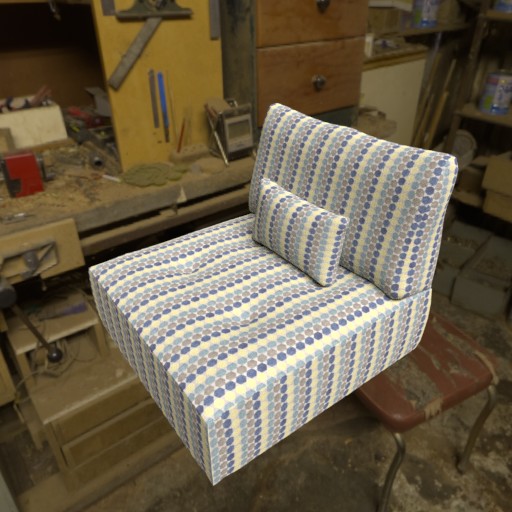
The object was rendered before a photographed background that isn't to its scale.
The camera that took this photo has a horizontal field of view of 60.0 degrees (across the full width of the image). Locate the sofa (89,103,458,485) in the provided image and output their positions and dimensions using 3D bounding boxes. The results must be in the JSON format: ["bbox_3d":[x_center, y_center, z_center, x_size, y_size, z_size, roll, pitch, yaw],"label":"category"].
[{"bbox_3d":[0.000,0.000,1.656,1.000,0.830,0.930,-22,38,-31],"label":"sofa"}]
